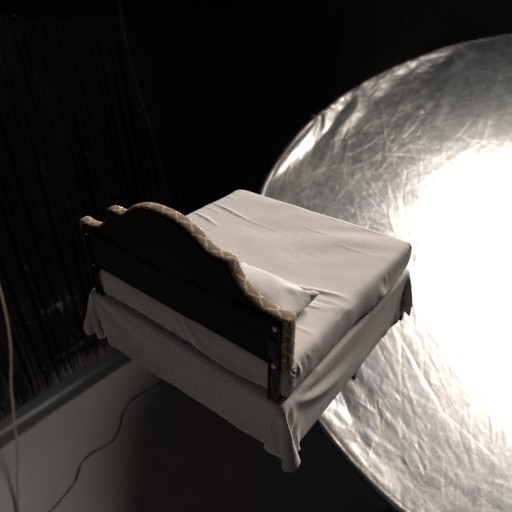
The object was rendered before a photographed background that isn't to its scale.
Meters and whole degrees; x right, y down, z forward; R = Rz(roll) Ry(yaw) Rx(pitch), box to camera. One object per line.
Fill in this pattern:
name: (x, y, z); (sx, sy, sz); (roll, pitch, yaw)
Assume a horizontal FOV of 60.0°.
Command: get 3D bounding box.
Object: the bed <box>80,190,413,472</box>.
bed: (0.000, 0.000, 3.775); (2.314, 1.601, 2.222); (22, 38, 32)
